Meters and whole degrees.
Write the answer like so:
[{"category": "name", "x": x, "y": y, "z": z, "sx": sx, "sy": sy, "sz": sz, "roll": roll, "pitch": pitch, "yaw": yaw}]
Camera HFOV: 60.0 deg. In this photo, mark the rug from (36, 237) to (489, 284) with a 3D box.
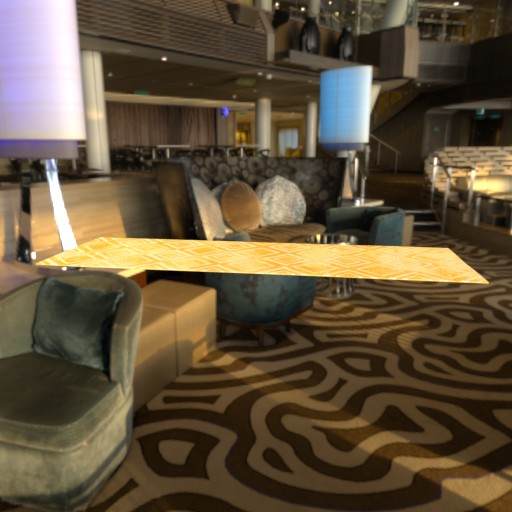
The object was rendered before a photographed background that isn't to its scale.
[{"category": "rug", "x": 0.000, "y": 0.000, "z": 2.718, "sx": 2.438, "sy": 0.010, "sz": 0.775, "roll": 2, "pitch": 14, "yaw": 8}]
